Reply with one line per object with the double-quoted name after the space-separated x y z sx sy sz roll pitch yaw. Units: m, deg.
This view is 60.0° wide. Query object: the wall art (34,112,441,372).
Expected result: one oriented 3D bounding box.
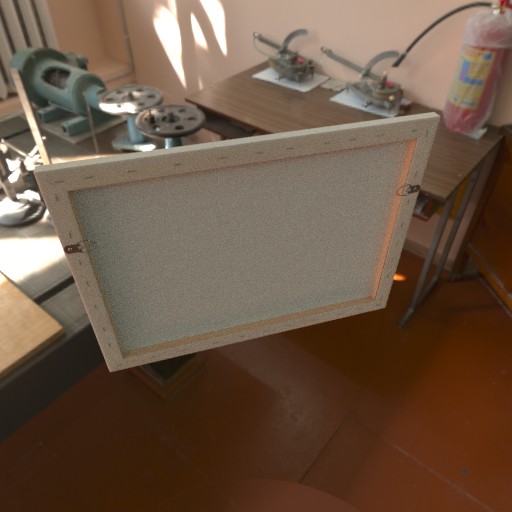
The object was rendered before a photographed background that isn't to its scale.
0.000 0.000 1.599 1.219 0.912 0.042 -11 43 -12 "wall art"
